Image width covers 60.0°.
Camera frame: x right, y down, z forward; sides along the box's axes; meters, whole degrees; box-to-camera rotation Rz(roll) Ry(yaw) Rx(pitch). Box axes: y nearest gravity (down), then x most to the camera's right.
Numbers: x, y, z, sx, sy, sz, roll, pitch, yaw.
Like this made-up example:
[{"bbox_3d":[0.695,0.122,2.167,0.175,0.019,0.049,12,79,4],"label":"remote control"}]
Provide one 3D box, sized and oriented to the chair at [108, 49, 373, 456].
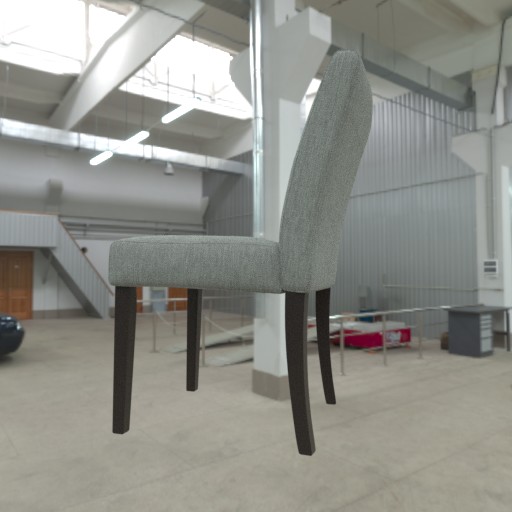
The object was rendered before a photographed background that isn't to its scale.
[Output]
[{"bbox_3d":[0.000,0.000,1.223,0.629,0.884,0.487,-1,-2,17],"label":"chair"}]
